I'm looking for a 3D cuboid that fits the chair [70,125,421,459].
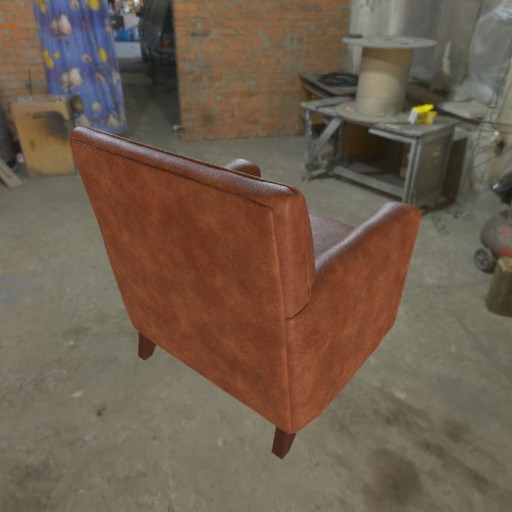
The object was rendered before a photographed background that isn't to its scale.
[{"bbox_3d":[0.000,0.000,1.592,0.870,0.943,0.823,23,38,33],"label":"chair"}]
